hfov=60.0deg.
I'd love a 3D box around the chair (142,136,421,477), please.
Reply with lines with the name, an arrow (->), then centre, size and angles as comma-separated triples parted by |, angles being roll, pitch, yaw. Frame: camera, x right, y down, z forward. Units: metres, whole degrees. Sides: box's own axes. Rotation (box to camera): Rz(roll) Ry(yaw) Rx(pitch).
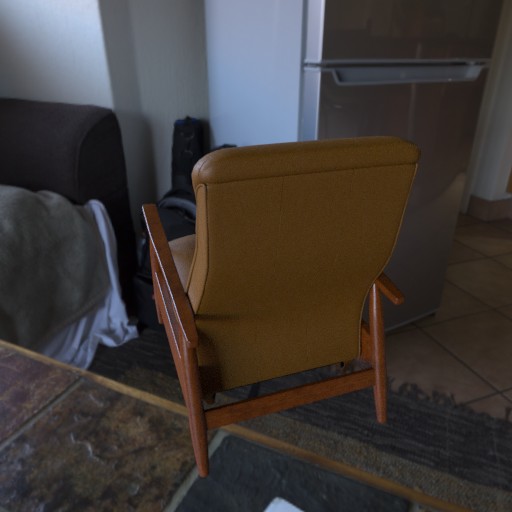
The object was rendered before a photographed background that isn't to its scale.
chair -> 0.000, 0.000, 1.763 | 0.762, 1.082, 1.014 | -9, 28, -17
